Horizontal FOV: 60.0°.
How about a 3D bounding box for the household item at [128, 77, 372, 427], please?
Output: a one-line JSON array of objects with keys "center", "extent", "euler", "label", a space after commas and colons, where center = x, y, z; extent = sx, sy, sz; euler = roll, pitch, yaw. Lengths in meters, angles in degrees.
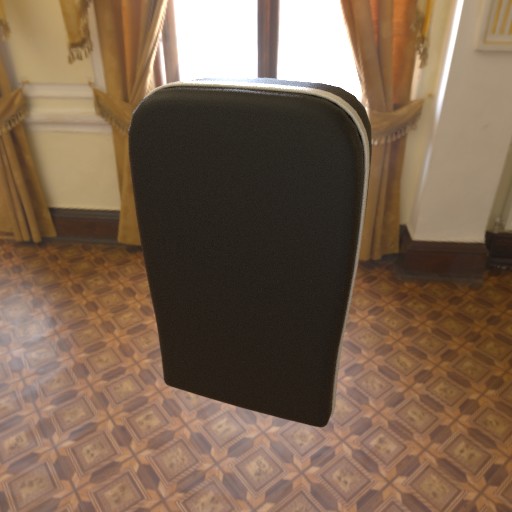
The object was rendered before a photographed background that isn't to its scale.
[{"center": [0.000, 0.000, 0.152], "extent": [0.070, 0.114, 0.038], "euler": [10, 32, 16], "label": "household item"}]
